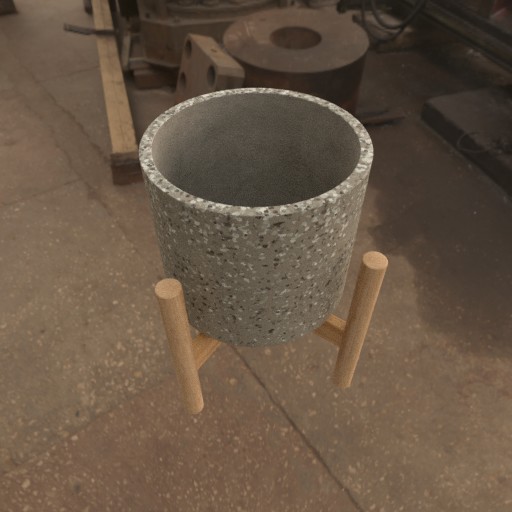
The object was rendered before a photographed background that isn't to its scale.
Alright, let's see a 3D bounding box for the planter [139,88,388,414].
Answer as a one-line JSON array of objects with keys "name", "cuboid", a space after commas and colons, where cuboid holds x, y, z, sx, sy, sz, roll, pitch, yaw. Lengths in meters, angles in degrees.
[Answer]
[{"name": "planter", "cuboid": [0.000, 0.000, 0.541, 0.284, 0.320, 0.284, -25, 51, -22]}]
